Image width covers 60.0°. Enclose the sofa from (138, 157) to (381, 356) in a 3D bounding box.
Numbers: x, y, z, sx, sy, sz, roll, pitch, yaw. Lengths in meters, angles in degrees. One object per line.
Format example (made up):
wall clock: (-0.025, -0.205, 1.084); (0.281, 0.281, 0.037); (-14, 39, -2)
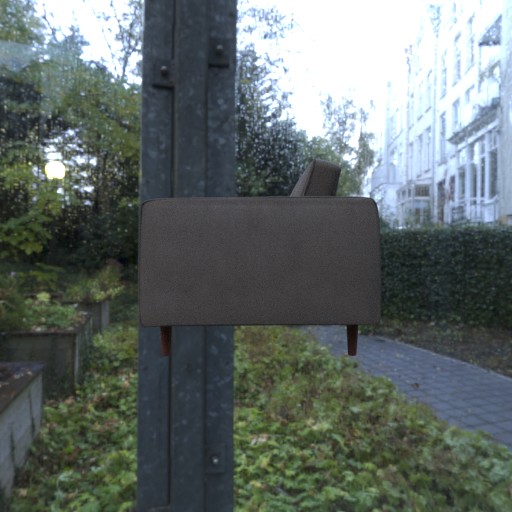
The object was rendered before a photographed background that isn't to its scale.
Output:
sofa: (0.000, 0.000, 2.764); (0.923, 0.813, 2.295); (0, 0, 0)
